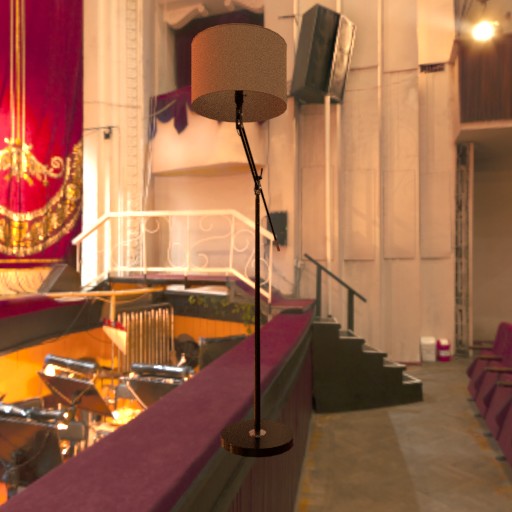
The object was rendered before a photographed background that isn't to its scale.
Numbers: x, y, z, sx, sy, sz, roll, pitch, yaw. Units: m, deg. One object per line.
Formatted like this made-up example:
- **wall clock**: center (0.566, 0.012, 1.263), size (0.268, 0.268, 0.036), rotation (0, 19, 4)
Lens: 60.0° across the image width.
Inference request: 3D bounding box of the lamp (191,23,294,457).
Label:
- **lamp**: center (0.000, 0.000, 1.940), size (0.373, 1.635, 0.809), rotation (0, 0, 18)
